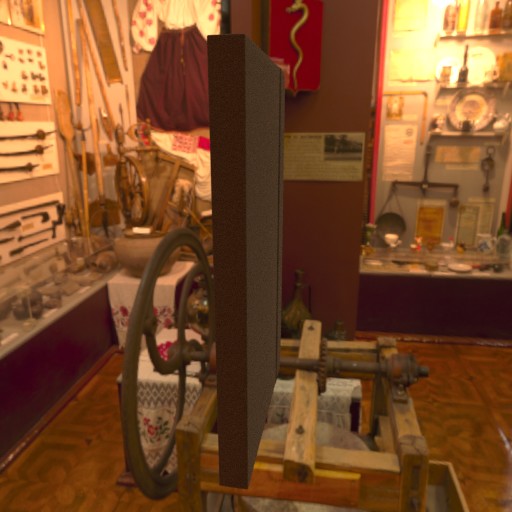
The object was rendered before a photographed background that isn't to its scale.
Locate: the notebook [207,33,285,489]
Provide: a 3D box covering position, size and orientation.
[{"bbox_3d":[0.000,0.000,0.259,0.016,0.213,0.127,3,16,10],"label":"notebook"}]
